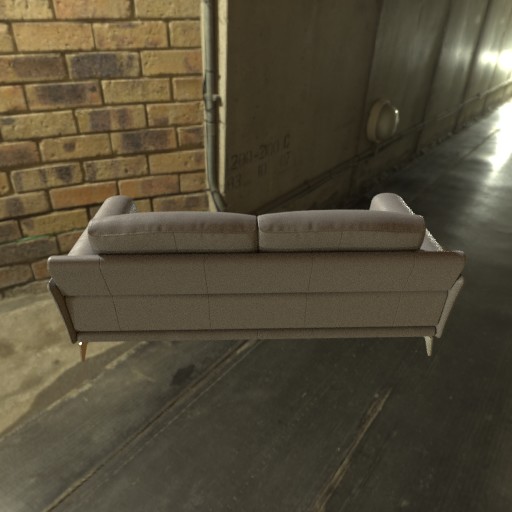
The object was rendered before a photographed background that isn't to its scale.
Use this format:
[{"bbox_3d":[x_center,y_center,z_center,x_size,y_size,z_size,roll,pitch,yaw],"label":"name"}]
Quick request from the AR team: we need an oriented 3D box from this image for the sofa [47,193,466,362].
[{"bbox_3d":[0.000,0.000,2.680,2.101,0.930,1.049,-1,30,-1],"label":"sofa"}]
